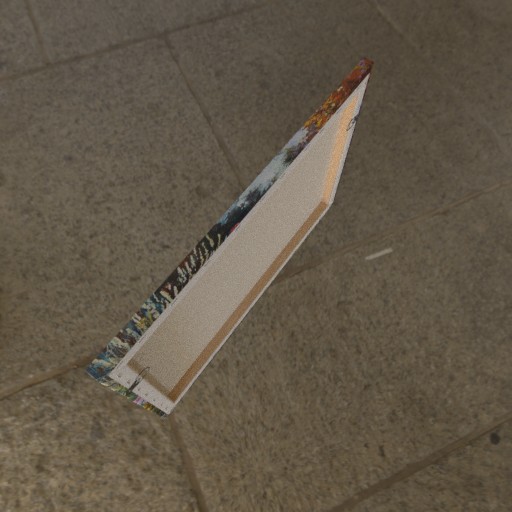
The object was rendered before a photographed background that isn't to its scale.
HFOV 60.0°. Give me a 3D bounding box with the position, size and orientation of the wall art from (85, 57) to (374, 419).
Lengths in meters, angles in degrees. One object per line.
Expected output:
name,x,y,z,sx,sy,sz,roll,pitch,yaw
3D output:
wall art,0.000,0.000,1.448,0.042,0.760,1.136,33,69,15
